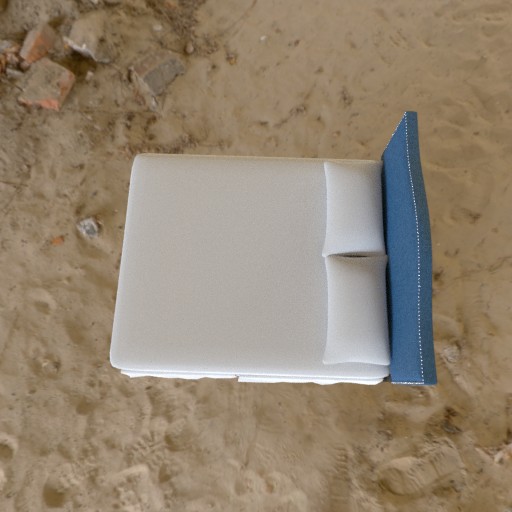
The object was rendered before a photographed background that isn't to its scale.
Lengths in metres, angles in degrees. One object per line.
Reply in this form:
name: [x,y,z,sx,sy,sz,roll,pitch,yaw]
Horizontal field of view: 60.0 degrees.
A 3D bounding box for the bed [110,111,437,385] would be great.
bed: [0.000,0.000,2.934,1.872,1.169,1.610,2,74,1]
